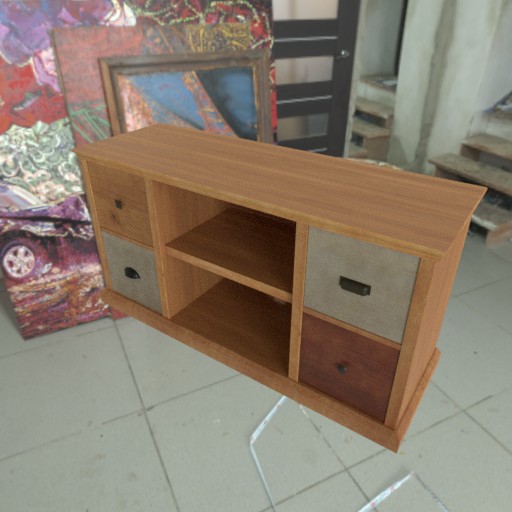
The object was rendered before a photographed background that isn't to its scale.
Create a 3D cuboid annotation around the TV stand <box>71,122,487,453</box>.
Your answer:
[{"bbox_3d":[0.000,0.000,1.444,1.181,0.607,0.417,19,36,29],"label":"TV stand"}]
